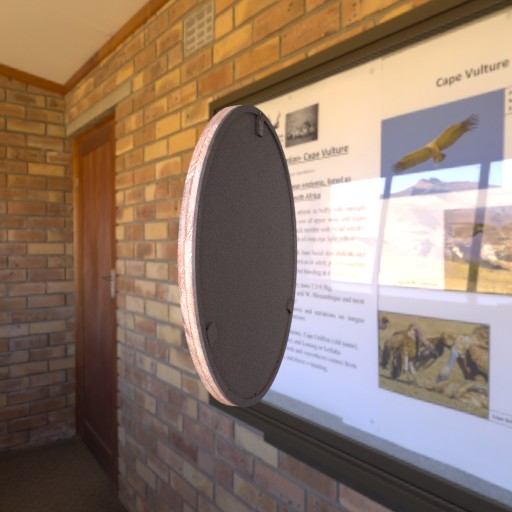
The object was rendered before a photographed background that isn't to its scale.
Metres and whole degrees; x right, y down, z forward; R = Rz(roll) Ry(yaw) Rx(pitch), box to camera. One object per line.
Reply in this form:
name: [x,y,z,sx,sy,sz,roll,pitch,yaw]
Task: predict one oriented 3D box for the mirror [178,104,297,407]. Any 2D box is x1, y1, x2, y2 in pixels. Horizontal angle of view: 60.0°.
mirror: [0.000,0.000,1.099,0.038,0.710,0.710,0,1,20]
